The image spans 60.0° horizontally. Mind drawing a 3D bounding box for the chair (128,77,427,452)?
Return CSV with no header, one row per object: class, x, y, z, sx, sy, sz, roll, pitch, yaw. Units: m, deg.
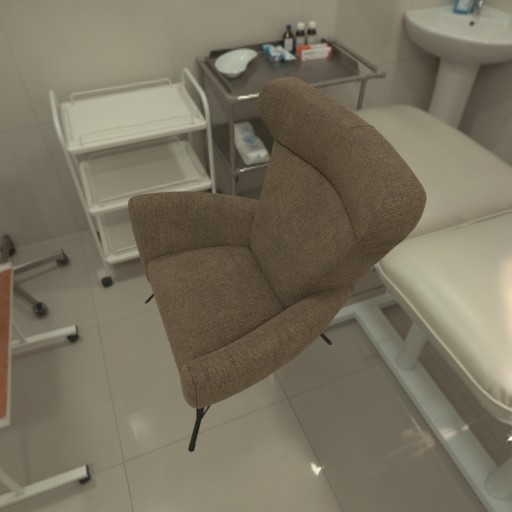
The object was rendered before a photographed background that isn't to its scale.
chair,0.000,0.000,1.737,0.900,1.040,0.980,-16,47,-16
